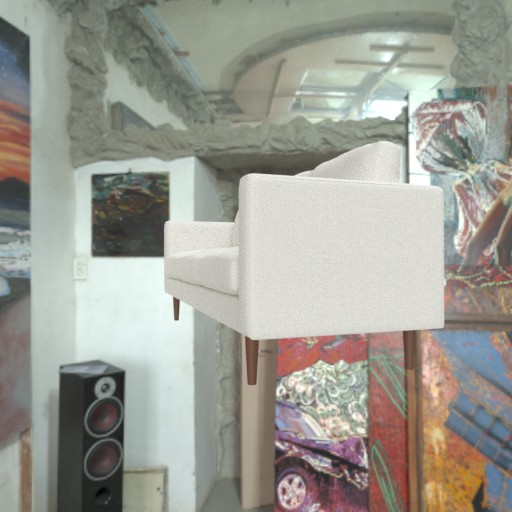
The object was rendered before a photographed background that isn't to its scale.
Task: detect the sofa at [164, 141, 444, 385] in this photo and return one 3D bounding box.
[{"bbox_3d":[0.000,0.000,2.466,0.802,0.912,2.029,0,0,-19],"label":"sofa"}]
